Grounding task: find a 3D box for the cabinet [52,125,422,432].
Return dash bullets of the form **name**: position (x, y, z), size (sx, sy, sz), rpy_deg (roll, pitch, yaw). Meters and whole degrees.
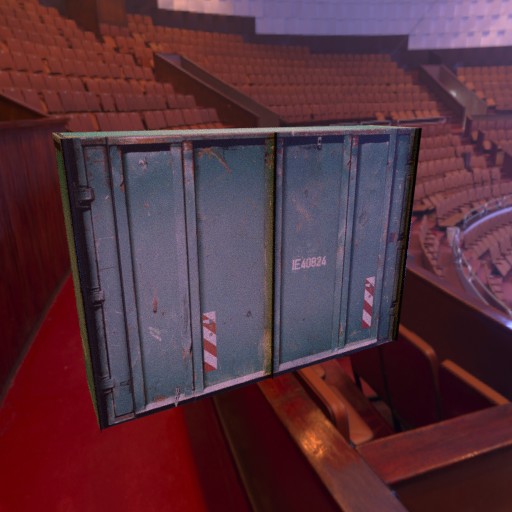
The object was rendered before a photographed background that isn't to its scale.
- **cabinet**: position (0.000, 0.000, 3.951), size (3.001, 2.160, 0.680), rpy_deg (-9, 21, -26)
